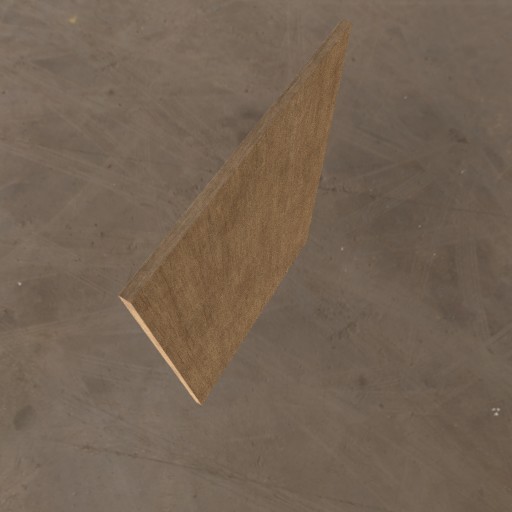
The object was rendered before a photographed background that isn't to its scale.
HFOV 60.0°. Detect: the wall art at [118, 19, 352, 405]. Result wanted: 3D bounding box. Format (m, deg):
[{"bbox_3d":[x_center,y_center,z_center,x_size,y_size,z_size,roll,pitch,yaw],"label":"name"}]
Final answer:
[{"bbox_3d":[0.000,0.000,0.877,0.018,0.686,0.534,29,66,14],"label":"wall art"}]
